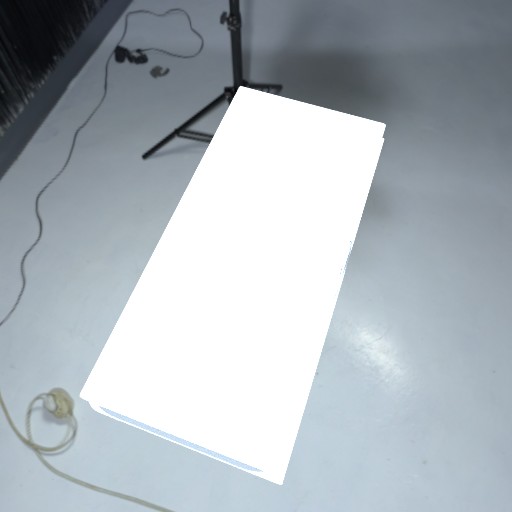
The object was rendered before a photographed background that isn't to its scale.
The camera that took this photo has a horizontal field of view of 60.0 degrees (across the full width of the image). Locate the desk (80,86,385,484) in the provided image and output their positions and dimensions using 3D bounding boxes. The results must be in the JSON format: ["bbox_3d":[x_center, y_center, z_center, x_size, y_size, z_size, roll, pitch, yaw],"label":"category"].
[{"bbox_3d":[0.000,0.000,2.282,0.900,0.526,1.900,18,65,9],"label":"desk"}]
